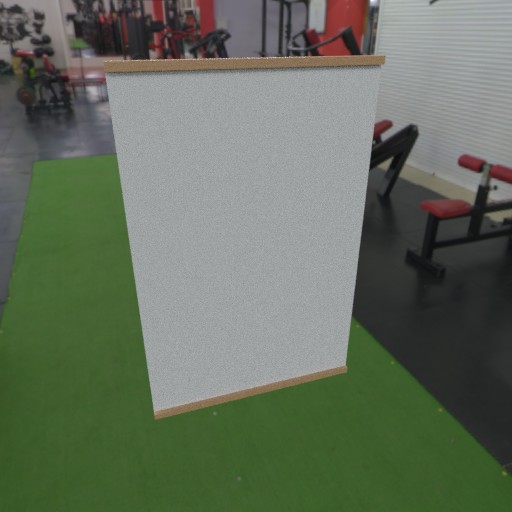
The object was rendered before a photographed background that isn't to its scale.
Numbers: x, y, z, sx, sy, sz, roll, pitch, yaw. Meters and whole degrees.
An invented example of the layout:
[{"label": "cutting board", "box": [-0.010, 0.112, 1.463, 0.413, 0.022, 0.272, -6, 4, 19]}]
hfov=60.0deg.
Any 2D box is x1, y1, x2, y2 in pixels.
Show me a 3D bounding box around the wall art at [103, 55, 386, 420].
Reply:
[{"label": "wall art", "box": [0.000, 0.000, 0.625, 0.335, 0.510, 0.013, -9, 29, -17]}]
